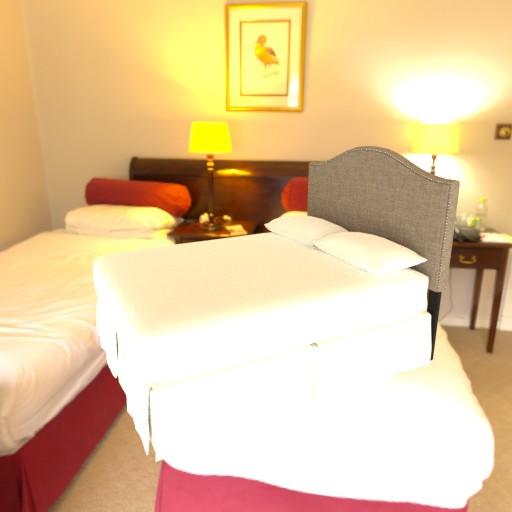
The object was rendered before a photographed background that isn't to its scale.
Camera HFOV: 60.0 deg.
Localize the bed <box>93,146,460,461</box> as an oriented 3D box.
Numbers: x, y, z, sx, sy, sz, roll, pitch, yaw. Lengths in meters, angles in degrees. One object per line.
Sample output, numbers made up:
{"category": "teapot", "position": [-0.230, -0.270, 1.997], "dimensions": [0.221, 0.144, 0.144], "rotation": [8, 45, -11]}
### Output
{"category": "bed", "position": [0.000, 0.000, 3.245], "dimensions": [2.153, 1.518, 1.713], "rotation": [-9, 19, -27]}
